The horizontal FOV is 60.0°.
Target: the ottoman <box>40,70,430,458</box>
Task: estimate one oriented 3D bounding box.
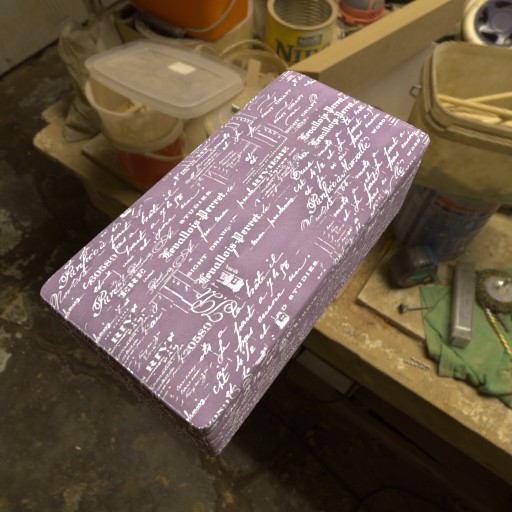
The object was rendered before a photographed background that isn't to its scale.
[{"bbox_3d":[0.000,0.000,1.064,0.406,0.457,0.813,33,64,18],"label":"ottoman"}]
